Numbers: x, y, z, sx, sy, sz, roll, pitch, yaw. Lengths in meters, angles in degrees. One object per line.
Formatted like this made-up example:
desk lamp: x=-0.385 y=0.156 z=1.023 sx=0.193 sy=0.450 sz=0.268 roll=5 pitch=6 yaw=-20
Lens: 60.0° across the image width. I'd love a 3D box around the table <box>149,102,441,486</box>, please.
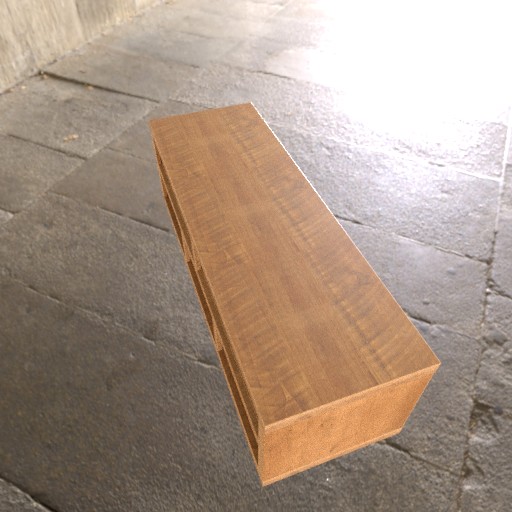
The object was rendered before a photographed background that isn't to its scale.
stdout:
table: x=0.000 y=0.000 z=1.772 sx=0.499 sy=0.491 sz=1.499 roll=-15 pitch=48 yaw=-14
